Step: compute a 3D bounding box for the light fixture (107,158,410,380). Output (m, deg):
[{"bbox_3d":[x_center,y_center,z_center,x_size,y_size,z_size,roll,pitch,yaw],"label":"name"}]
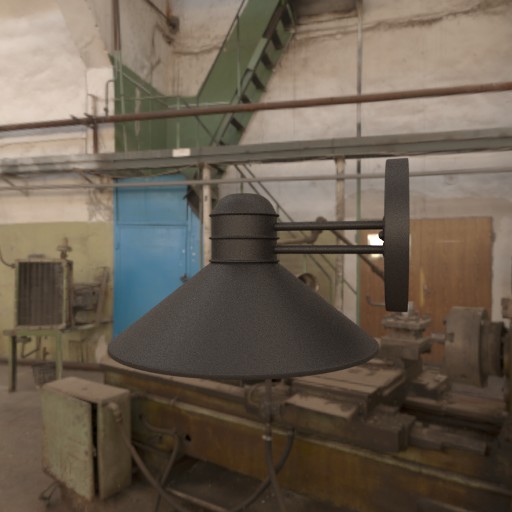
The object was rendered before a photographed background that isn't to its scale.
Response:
[{"bbox_3d":[0.000,0.000,0.670,0.434,0.265,0.396,0,1,18],"label":"light fixture"}]
